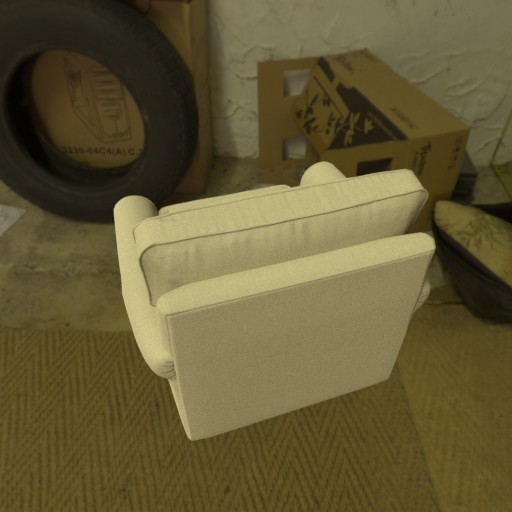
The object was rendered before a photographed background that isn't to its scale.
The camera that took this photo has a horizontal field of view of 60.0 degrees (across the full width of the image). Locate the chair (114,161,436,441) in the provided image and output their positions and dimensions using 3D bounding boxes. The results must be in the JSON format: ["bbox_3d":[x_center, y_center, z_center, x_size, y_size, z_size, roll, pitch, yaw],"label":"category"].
[{"bbox_3d":[0.000,0.000,1.754,1.029,0.967,0.966,-13,44,-14],"label":"chair"}]
